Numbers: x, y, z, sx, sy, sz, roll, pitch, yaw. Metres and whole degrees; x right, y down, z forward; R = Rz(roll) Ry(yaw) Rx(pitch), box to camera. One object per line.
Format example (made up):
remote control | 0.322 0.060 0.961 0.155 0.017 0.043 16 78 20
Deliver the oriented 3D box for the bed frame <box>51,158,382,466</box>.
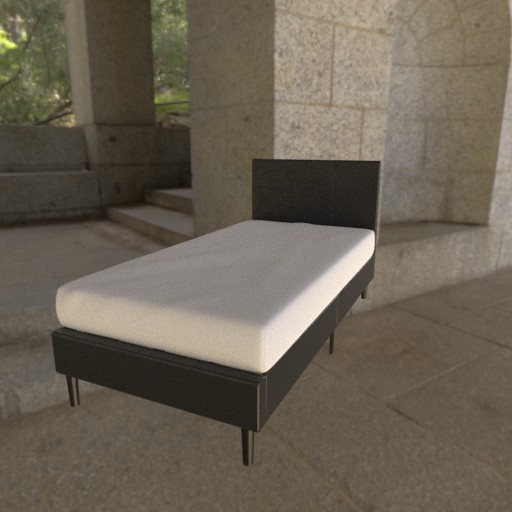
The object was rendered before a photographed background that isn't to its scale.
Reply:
bed frame | 0.000 0.000 2.480 1.038 1.046 2.152 7 16 25
